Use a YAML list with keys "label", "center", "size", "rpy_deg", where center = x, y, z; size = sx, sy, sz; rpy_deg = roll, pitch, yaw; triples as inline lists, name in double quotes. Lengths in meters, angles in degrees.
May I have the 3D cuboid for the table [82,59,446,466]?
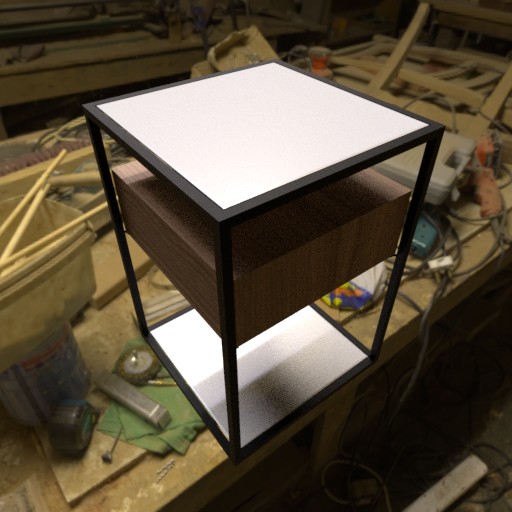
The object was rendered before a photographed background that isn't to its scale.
- label: "table"
  center: [0.000, 0.000, 0.819]
  size: [0.378, 0.540, 0.378]
  rpy_deg: [-26, 47, -27]
